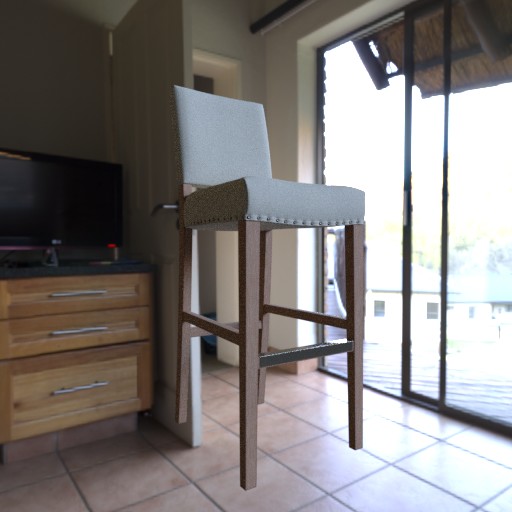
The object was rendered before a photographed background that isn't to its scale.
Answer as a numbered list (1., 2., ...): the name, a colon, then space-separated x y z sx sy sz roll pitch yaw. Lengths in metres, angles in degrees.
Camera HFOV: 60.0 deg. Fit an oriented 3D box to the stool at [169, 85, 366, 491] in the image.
1. stool: 0.000 0.000 1.414 0.428 1.143 0.546 -1 2 -34
